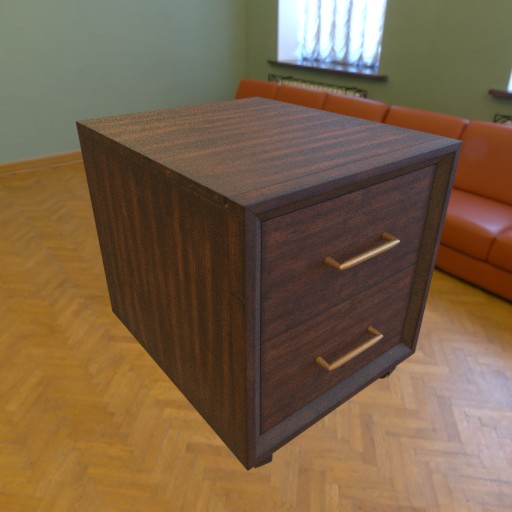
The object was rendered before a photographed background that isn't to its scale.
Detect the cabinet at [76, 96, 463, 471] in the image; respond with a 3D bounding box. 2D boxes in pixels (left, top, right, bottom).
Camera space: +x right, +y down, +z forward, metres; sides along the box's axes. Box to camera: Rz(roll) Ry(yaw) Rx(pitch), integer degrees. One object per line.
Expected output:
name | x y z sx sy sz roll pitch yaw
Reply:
cabinet | 0.000 0.000 0.814 0.402 0.455 0.500 -21 35 -33
